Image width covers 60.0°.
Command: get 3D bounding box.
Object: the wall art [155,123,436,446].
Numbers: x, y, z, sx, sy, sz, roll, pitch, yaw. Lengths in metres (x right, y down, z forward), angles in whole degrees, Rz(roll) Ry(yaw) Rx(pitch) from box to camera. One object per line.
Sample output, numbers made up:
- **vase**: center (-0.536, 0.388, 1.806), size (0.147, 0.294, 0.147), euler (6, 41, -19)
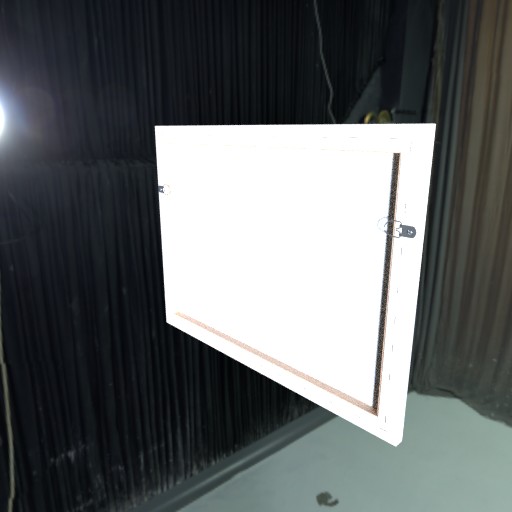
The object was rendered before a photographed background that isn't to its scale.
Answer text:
- **wall art**: center (0.000, 0.000, 1.612), size (0.042, 0.912, 1.219), euler (-15, 22, -42)
